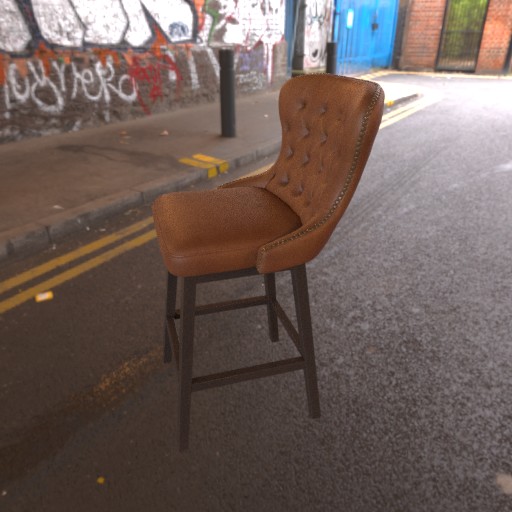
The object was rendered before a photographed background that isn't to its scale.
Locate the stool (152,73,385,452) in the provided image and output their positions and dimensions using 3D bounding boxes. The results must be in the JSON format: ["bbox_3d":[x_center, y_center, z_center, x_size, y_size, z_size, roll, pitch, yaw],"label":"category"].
[{"bbox_3d":[0.000,0.000,1.312,0.593,0.971,0.528,-8,28,-15],"label":"stool"}]
